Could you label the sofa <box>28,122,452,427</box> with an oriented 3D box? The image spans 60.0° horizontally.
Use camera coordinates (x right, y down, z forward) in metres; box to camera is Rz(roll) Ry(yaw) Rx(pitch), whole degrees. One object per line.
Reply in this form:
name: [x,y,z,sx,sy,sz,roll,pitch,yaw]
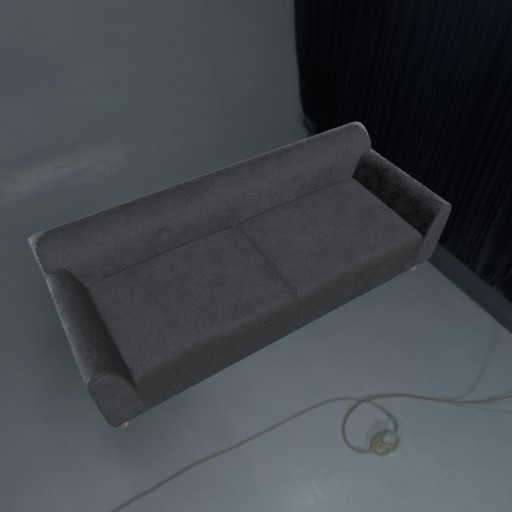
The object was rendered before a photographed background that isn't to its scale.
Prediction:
sofa: [0.000,0.000,2.625,2.190,0.740,0.900,-24,51,-21]
